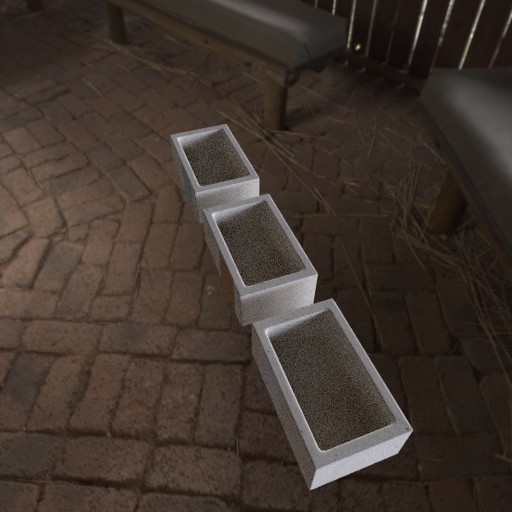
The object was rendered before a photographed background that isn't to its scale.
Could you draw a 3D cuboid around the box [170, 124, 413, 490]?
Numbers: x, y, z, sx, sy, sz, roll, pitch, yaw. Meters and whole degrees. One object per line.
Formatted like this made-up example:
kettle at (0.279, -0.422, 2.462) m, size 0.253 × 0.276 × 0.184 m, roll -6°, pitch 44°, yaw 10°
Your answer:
box at (0.000, 0.000, 0.489) m, size 0.082 × 0.051 × 0.461 m, roll -15°, pitch 49°, yaw -14°
